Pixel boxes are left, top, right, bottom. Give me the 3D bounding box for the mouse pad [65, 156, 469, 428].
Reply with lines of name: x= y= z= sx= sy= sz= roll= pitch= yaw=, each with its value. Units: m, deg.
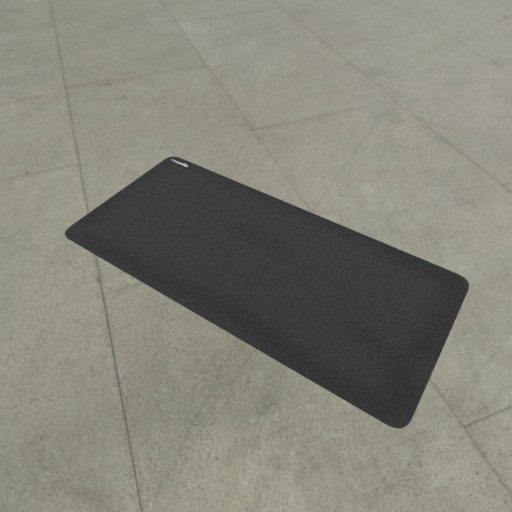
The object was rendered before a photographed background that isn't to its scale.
mouse pad: x=0.000 y=0.000 z=1.064 sx=0.907 sy=0.003 sz=0.424 roll=26 pitch=52 yaw=23
